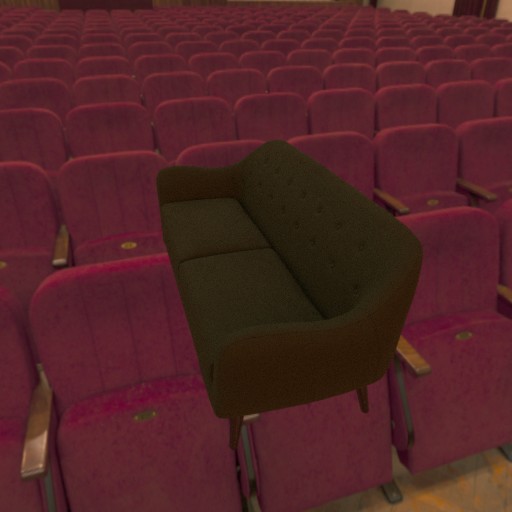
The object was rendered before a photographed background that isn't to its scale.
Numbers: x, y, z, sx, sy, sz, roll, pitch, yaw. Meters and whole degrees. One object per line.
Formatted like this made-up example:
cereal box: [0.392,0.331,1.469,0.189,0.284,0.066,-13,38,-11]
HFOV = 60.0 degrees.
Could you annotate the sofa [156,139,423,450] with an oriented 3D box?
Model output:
sofa: [0.000,0.000,2.293,0.820,0.836,1.840,-9,30,-15]
